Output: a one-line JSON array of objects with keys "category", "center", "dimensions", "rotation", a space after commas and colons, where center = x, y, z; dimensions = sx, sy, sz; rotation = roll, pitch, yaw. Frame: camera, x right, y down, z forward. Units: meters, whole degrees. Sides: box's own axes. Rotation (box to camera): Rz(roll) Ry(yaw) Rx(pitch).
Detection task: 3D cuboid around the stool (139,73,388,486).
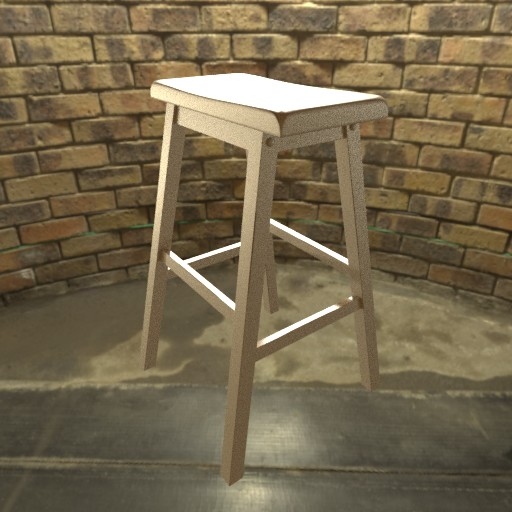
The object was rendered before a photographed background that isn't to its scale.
[{"category": "stool", "center": [0.000, 0.000, 1.028], "dimensions": [0.476, 0.737, 0.457], "rotation": [-19, 34, -31]}]
